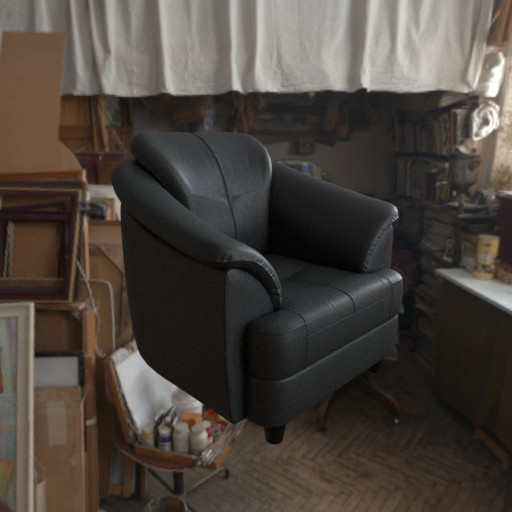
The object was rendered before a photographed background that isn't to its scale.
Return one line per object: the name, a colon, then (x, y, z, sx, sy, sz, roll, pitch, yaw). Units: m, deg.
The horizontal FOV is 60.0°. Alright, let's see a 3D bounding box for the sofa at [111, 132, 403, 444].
sofa: (0.000, 0.000, 1.502, 0.794, 0.811, 0.870, 15, 21, 43)
